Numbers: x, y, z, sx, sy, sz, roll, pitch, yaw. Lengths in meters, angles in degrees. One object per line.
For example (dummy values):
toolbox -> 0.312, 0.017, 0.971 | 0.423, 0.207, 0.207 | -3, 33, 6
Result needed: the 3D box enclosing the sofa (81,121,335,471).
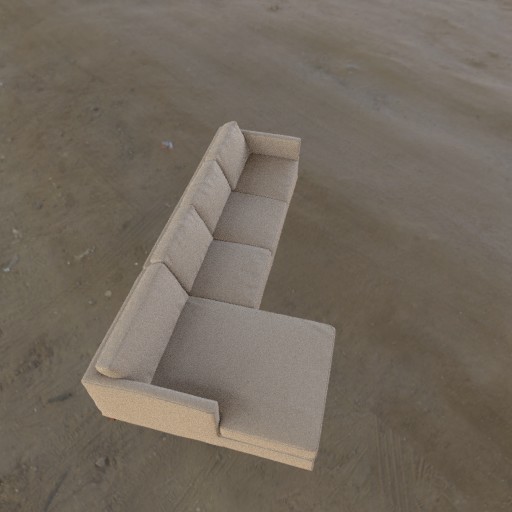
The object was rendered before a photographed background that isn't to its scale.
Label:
sofa -> 0.000, 0.000, 4.011 | 1.625, 0.846, 3.186 | 10, 49, 9
